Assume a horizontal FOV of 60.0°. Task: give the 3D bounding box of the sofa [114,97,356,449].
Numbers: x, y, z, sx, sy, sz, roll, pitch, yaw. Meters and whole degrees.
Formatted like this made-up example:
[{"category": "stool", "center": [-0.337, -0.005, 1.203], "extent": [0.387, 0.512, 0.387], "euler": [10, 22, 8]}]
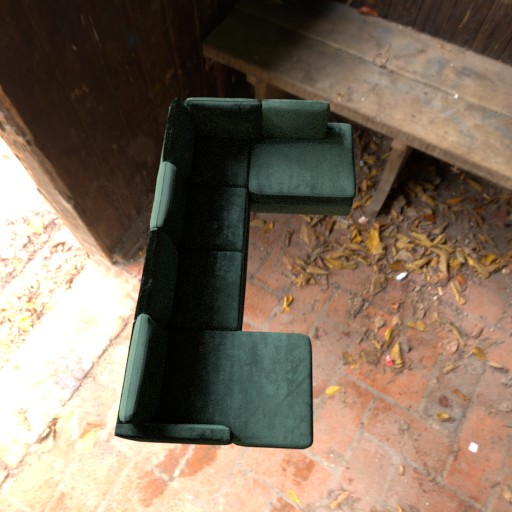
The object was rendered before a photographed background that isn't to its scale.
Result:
[{"category": "sofa", "center": [0.000, 0.000, 4.340], "extent": [2.055, 0.992, 3.434], "euler": [2, 64, 1]}]
